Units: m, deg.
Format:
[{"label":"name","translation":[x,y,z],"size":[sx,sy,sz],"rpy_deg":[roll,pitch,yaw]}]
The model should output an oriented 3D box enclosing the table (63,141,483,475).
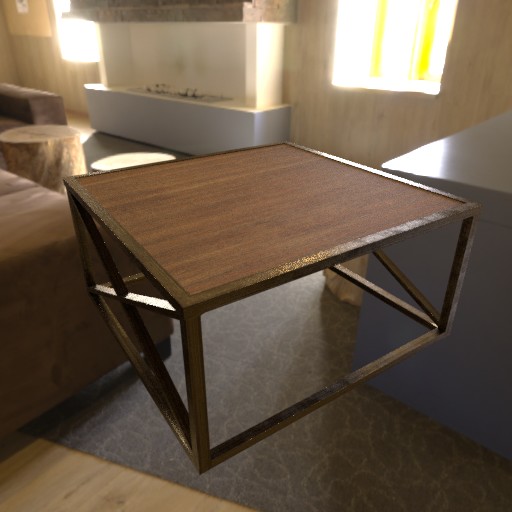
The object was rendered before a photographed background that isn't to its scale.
[{"label":"table","translation":[0.000,0.000,1.435],"size":[0.909,0.451,0.899],"rpy_deg":[-17,32,-30]}]
